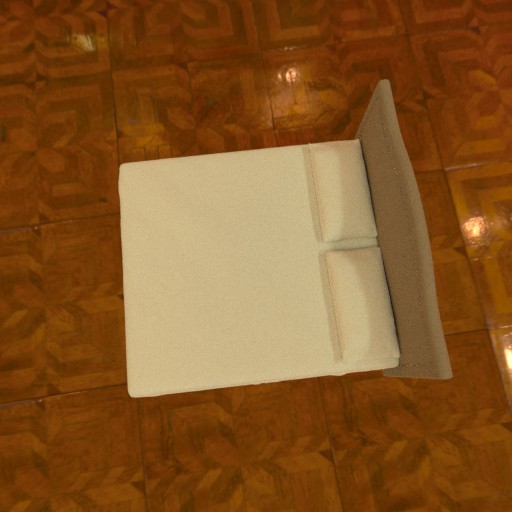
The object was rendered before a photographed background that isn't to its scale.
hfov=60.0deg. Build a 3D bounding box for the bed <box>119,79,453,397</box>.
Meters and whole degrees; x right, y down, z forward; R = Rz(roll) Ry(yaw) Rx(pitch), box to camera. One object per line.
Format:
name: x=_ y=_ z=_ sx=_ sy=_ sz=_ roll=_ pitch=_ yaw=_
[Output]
bed: x=0.000 y=0.000 z=3.473 sx=2.182 sy=1.421 sz=2.083 roll=-6 pitch=76 yaw=-2
